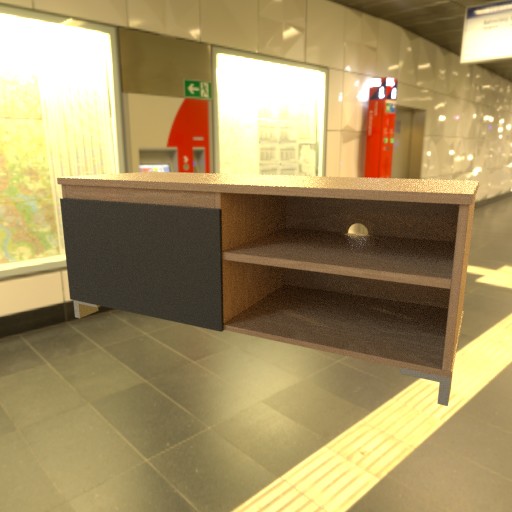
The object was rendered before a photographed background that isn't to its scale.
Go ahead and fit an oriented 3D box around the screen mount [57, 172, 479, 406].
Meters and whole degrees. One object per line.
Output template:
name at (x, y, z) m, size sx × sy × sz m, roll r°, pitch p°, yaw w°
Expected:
screen mount at (0.000, 0.000, 1.259) m, size 1.084 × 0.432 × 0.406 m, roll 7°, pitch 15°, yaw 27°
